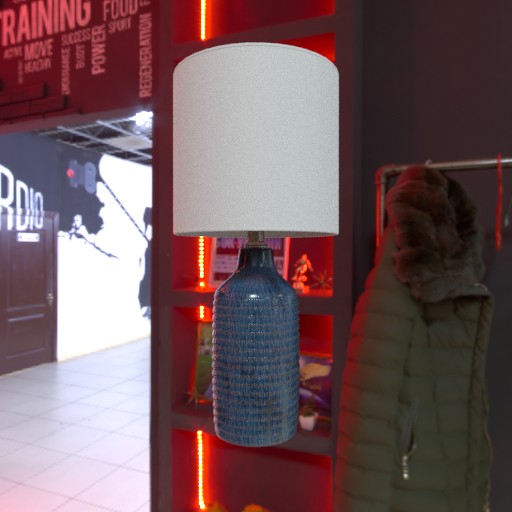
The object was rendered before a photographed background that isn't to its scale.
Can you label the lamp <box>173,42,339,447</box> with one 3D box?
[{"bbox_3d":[0.000,0.000,0.602,0.220,0.475,0.220,0,0,-35],"label":"lamp"}]
